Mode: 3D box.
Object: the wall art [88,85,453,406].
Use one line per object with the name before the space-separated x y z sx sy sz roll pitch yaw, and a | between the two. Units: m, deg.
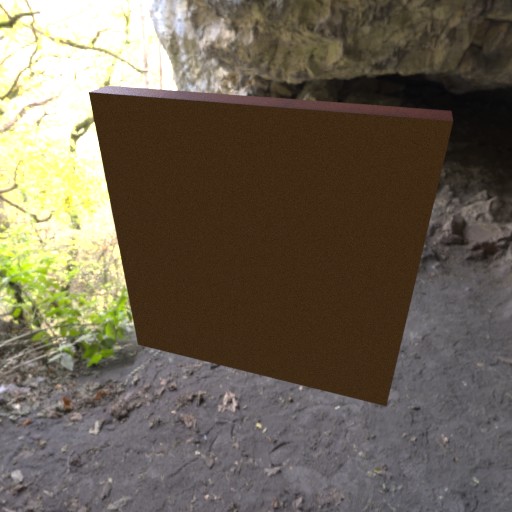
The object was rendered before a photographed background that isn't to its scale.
wall art | 0.000 0.000 0.568 0.386 0.385 0.038 10 33 15
